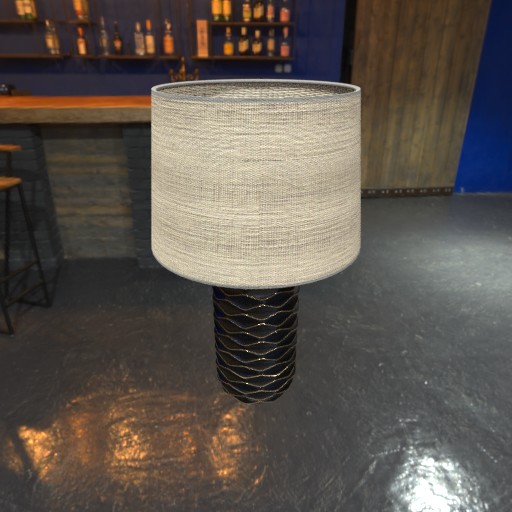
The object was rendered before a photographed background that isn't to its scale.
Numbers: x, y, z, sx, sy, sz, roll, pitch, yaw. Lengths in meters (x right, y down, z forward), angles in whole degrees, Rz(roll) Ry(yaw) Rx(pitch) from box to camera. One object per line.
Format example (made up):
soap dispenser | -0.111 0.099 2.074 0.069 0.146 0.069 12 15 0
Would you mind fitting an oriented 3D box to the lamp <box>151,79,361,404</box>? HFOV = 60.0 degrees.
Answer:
lamp | 0.000 0.000 0.830 0.376 0.594 0.376 0 26 0
